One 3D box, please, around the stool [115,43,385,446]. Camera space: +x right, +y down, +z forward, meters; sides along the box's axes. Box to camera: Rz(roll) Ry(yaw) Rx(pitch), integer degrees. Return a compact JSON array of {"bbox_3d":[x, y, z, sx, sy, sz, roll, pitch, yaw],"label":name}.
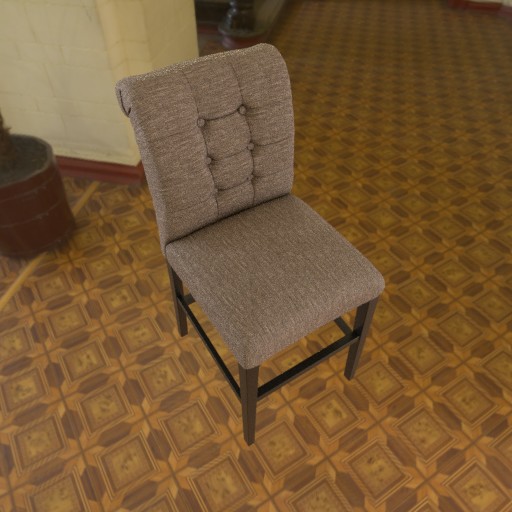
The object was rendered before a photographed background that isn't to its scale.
[{"bbox_3d":[0.000,0.000,1.303,0.457,0.970,0.611,-25,51,-22],"label":"stool"}]
